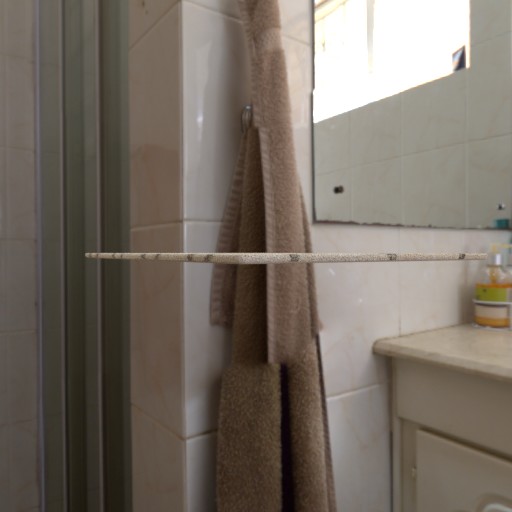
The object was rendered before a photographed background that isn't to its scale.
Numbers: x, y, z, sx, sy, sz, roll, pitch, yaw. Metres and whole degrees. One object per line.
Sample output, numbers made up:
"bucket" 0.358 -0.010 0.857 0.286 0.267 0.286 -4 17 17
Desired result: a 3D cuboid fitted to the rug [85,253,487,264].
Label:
"rug" 0.000 0.000 2.119 1.200 0.025 1.600 0 1 -34
